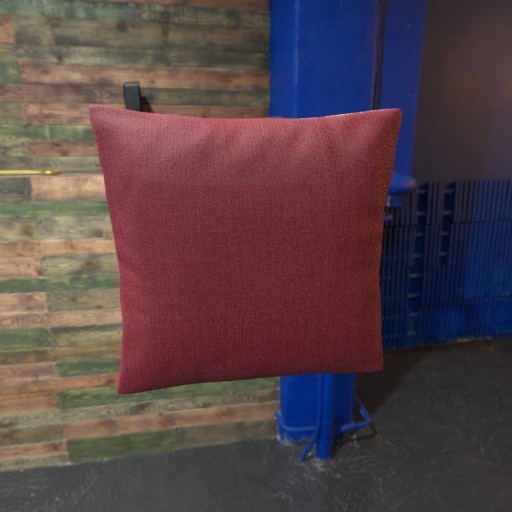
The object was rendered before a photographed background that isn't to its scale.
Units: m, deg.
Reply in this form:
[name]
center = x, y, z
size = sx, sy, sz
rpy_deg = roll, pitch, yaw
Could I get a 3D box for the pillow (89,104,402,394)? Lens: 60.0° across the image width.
[pillow]
center = 0.000, 0.000, 0.777
size = 0.513, 0.497, 0.166
rpy_deg = -2, 15, -9
